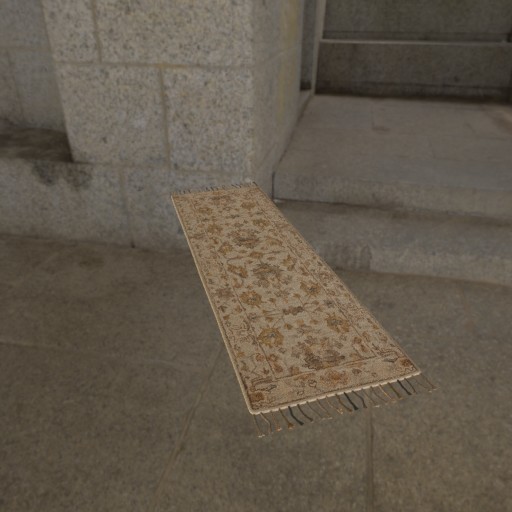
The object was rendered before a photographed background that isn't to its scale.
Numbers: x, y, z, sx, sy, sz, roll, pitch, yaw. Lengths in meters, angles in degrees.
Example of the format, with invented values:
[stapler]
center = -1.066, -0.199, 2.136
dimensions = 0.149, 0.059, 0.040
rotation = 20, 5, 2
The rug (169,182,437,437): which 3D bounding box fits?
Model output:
[rug]
center = 0.000, 0.000, 2.623
dimensions = 0.729, 0.021, 2.438
rotation = -8, 30, -15
